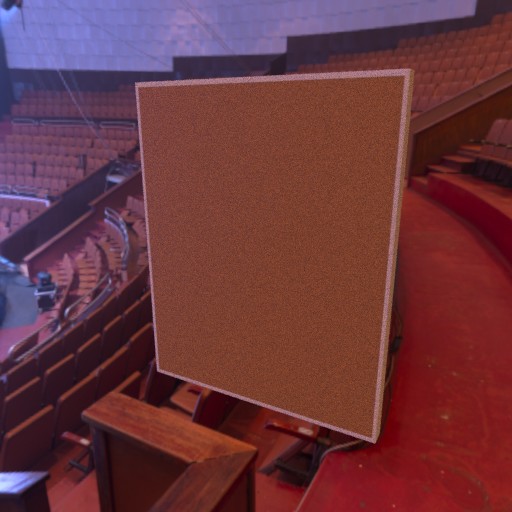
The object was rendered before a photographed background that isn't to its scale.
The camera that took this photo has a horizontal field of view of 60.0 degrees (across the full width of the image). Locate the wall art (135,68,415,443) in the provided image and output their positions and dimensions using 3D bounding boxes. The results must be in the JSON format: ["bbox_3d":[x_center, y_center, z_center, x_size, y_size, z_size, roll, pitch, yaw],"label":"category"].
[{"bbox_3d":[0.000,0.000,0.732,0.443,0.549,0.030,9,19,27],"label":"wall art"}]
